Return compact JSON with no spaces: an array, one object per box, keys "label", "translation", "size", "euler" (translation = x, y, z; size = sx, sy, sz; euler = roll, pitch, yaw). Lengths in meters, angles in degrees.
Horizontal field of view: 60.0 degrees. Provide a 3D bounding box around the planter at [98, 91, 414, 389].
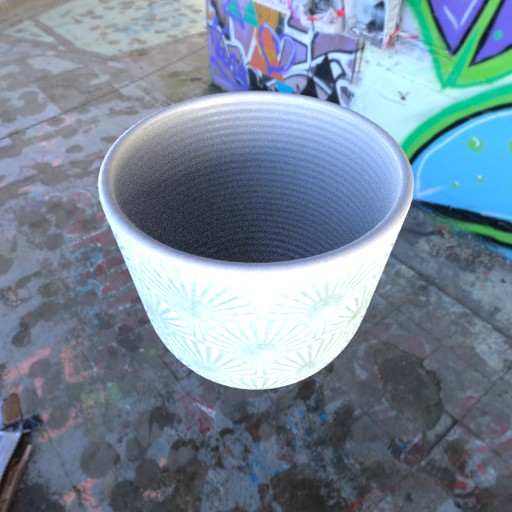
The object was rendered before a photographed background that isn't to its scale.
[{"label":"planter","translation":[0.000,0.000,0.297],"size":[0.170,0.152,0.170],"euler":[0,45,0]}]
